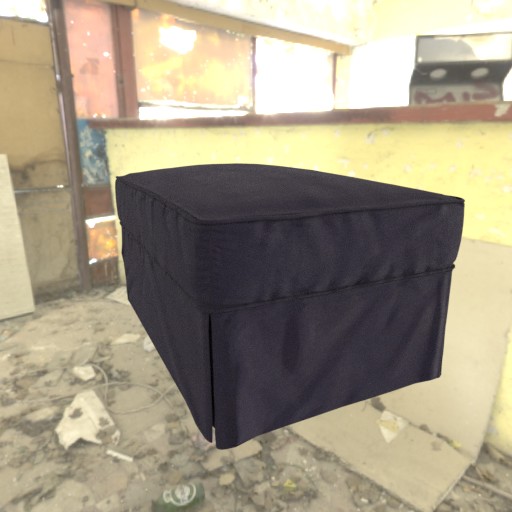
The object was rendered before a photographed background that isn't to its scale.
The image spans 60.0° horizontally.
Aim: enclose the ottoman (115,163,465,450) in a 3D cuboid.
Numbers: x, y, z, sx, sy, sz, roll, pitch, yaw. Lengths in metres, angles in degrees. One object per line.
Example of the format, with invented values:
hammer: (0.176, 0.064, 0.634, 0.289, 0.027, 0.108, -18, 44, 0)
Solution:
ottoman: (0.000, 0.000, 1.274, 0.637, 0.503, 0.938, -7, 17, -25)
